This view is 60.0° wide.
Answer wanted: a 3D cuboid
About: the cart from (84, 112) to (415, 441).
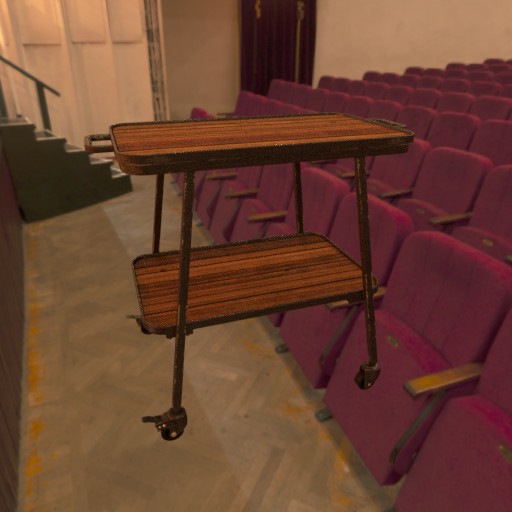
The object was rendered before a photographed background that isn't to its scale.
[{"bbox_3d":[0.000,0.000,1.251,0.806,0.700,0.515,-8,27,-17],"label":"cart"}]
